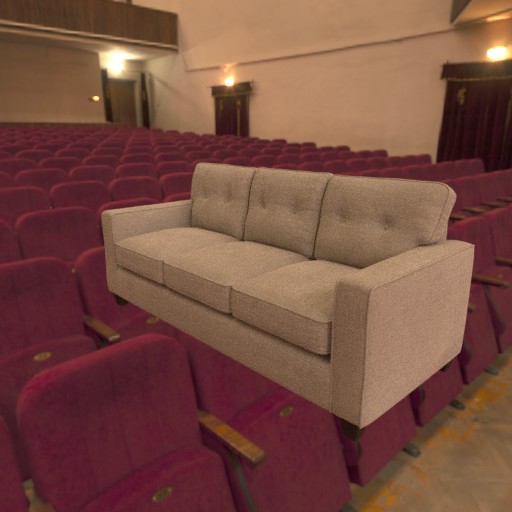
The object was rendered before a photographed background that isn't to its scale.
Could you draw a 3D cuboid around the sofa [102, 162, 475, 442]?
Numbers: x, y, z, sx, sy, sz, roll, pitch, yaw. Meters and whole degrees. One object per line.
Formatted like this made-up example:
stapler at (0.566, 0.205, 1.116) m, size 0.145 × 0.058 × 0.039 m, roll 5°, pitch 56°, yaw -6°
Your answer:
sofa at (0.000, 0.000, 2.603) m, size 0.939 × 0.965 × 2.133 m, roll -15°, pitch 21°, yaw -42°
